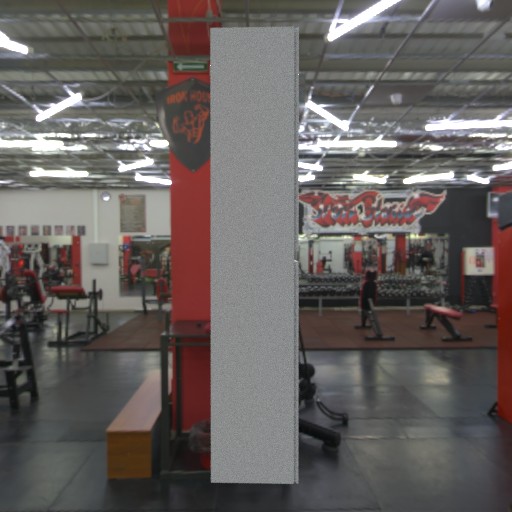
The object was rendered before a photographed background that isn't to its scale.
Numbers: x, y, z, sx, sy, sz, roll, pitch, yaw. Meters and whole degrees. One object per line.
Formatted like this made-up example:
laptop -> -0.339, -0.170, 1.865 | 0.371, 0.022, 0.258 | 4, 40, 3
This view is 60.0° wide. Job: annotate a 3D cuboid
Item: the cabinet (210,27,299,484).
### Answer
cabinet -> 0.000, 0.000, 1.511 | 0.270, 1.400, 0.300 | 0, 1, 2
